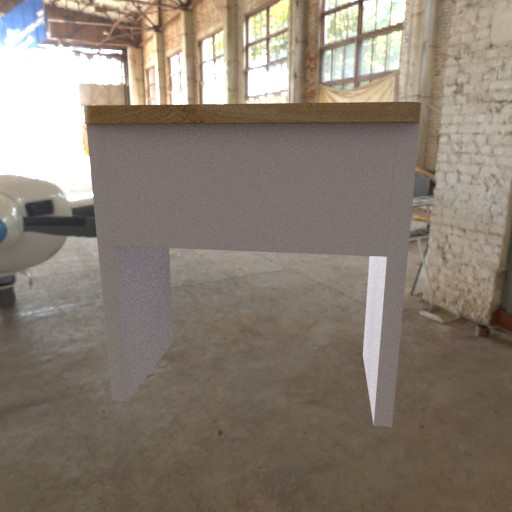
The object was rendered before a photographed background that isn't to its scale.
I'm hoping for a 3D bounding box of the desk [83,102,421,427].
[{"bbox_3d":[0.000,0.000,1.259,0.760,0.790,0.440,2,15,9],"label":"desk"}]
